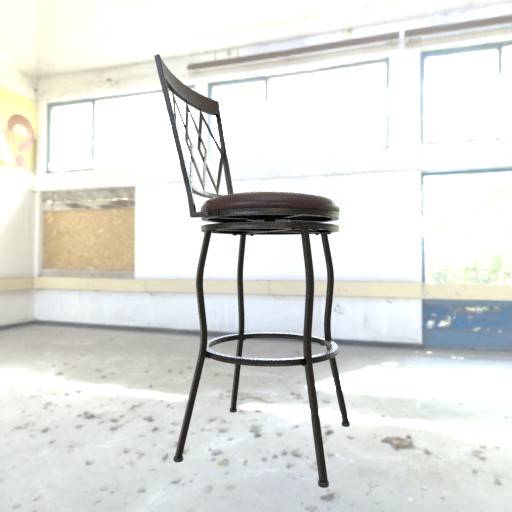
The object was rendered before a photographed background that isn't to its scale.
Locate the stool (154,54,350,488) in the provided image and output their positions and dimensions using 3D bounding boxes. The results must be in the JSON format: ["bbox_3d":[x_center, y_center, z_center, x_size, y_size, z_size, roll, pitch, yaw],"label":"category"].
[{"bbox_3d":[0.000,0.000,1.368,0.521,1.134,0.432,0,0,19],"label":"stool"}]
